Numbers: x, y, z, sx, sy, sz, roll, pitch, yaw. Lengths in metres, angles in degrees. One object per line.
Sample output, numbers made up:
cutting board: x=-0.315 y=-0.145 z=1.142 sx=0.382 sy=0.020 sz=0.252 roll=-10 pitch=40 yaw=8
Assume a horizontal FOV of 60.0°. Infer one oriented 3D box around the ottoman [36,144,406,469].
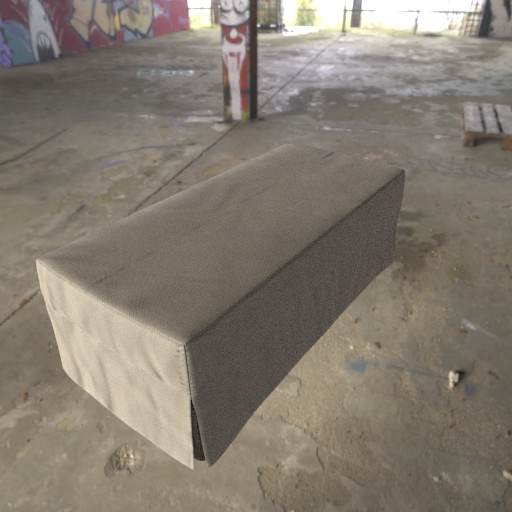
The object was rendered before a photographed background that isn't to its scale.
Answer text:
ottoman: x=0.000 y=0.000 z=1.685 sx=0.665 sy=0.457 sz=1.388 roll=21 pitch=38 yaw=30
